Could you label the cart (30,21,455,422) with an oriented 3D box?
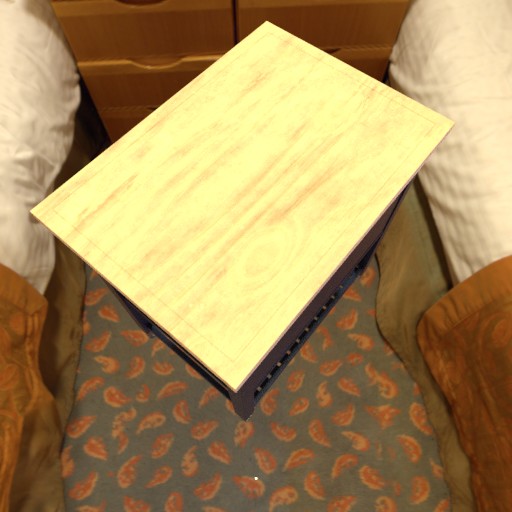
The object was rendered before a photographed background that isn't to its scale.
[{"bbox_3d":[0.000,0.000,1.392,0.567,0.920,0.797,37,69,17],"label":"cart"}]
